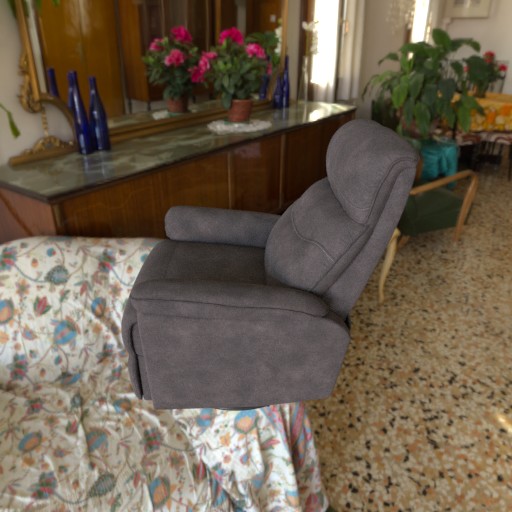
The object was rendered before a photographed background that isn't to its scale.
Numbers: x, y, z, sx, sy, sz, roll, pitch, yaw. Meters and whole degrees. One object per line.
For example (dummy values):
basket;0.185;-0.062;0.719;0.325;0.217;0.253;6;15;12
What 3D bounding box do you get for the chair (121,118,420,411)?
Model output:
chair;0.000;0.000;1.792;1.009;1.035;0.830;0;27;-1
